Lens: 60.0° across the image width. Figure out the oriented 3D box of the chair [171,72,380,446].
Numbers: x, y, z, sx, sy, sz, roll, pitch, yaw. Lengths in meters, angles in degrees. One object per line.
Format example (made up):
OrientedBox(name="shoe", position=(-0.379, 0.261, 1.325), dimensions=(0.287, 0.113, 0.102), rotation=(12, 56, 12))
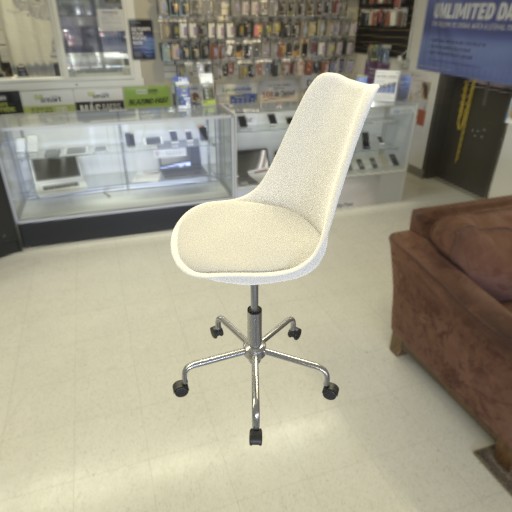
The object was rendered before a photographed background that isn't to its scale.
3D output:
OrientedBox(name="chair", position=(0.000, 0.000, 1.263), dimensions=(0.550, 0.930, 0.550), rotation=(-8, 30, -14))
